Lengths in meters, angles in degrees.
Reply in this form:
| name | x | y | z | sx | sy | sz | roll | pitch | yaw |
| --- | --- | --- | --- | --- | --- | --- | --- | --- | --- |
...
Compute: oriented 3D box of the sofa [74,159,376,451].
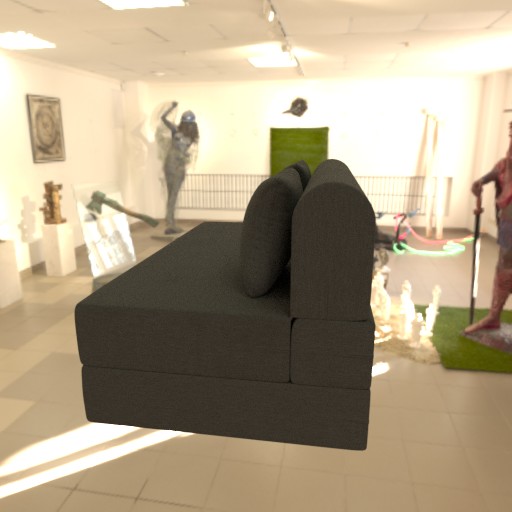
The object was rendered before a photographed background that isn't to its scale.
| name | x | y | z | sx | sy | sz | roll | pitch | yaw |
| --- | --- | --- | --- | --- | --- | --- | --- | --- | --- |
| sofa | 0.000 | 0.000 | 1.665 | 0.762 | 0.670 | 1.225 | 2 | 15 | 9 |
